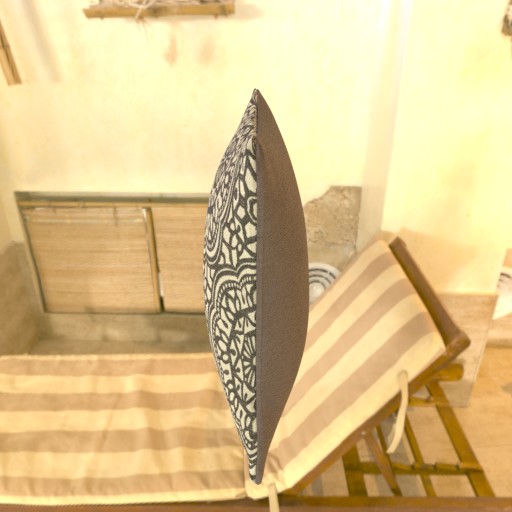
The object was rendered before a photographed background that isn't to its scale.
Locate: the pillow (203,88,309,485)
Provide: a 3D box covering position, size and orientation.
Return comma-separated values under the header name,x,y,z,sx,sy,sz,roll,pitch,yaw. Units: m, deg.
name,x,y,z,sx,sy,sz,roll,pitch,yaw
pillow,0.000,0.000,0.640,0.148,0.417,0.436,0,26,0
